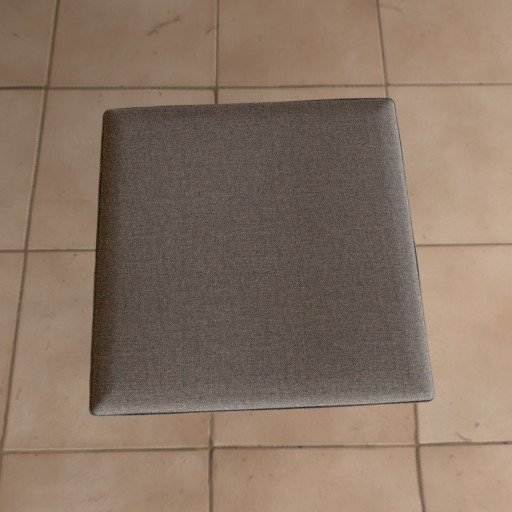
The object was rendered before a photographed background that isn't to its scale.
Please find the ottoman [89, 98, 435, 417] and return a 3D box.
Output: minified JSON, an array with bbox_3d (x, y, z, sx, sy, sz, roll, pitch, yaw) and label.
[{"bbox_3d":[0.000,0.000,1.557,1.023,0.423,1.017,-2,76,0],"label":"ottoman"}]
